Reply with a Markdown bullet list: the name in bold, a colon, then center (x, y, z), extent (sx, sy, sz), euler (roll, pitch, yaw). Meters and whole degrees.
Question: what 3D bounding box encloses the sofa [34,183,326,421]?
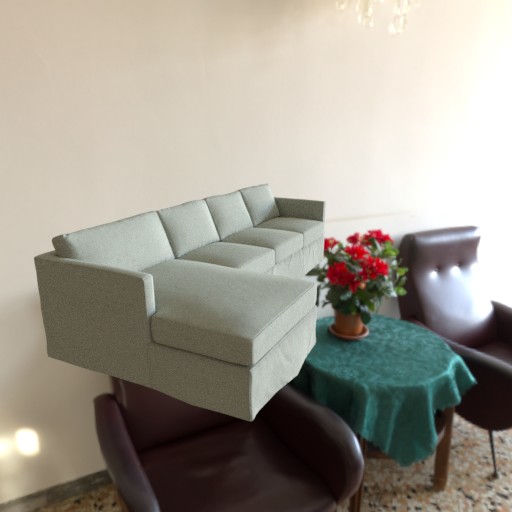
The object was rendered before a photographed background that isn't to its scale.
- **sofa**: center (0.000, 0.000, 3.930), extent (1.650, 0.922, 3.205), euler (8, 18, 26)
